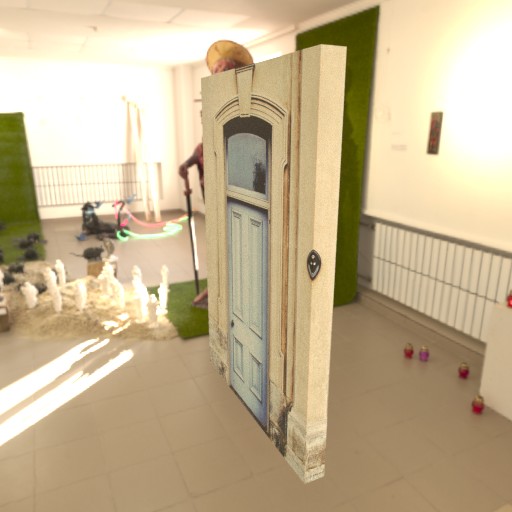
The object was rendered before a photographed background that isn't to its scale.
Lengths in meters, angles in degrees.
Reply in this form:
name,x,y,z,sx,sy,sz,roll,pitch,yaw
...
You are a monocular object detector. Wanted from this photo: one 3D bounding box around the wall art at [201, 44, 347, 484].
name,x,y,z,sx,sy,sz,roll,pitch,yaw
wall art,0.000,0.000,0.765,0.036,0.607,0.403,-8,18,-25
